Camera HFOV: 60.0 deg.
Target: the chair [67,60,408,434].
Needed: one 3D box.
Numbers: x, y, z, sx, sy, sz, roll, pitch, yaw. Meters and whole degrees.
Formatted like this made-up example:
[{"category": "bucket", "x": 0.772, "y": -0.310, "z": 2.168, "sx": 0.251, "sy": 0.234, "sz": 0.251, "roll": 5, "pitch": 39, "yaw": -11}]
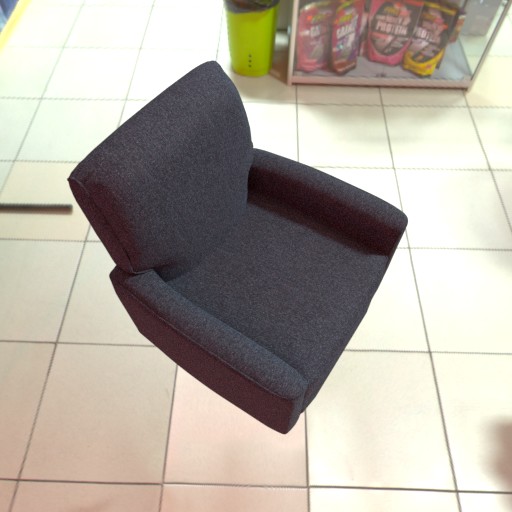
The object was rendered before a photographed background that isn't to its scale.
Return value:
[{"category": "chair", "x": 0.000, "y": 0.000, "z": 1.618, "sx": 0.850, "sy": 1.016, "sz": 0.839, "roll": 30, "pitch": 62, "yaw": 18}]
